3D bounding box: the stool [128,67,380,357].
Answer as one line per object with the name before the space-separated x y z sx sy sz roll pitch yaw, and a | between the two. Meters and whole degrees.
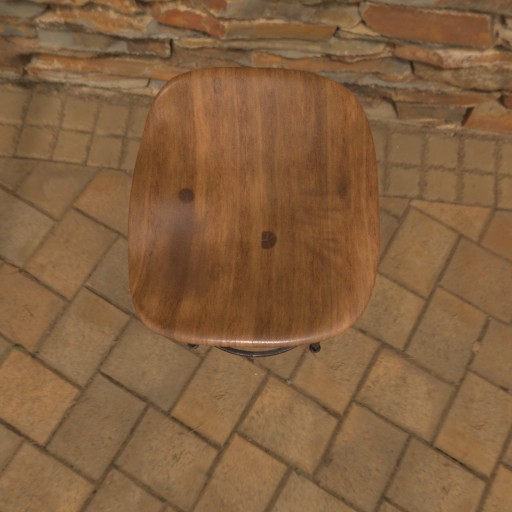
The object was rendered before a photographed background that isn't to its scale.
stool | 0.000 0.000 0.971 0.424 0.694 0.432 2 75 0
